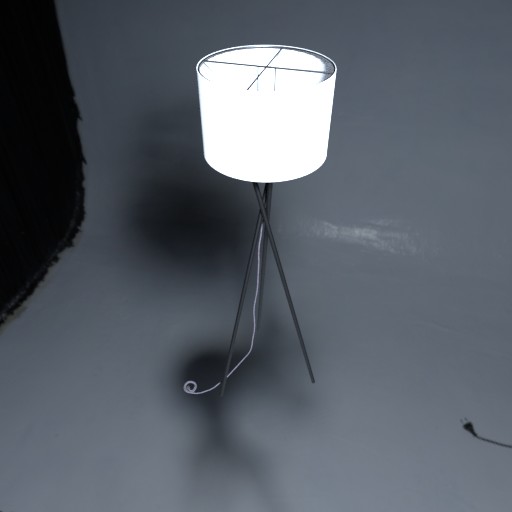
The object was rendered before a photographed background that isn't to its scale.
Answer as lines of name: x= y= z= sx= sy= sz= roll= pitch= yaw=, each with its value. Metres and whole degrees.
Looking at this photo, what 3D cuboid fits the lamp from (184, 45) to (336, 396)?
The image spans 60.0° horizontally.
lamp: x=0.000 y=0.000 z=1.931 sx=0.667 sy=1.624 sz=0.522 roll=11 pitch=42 yaw=12
